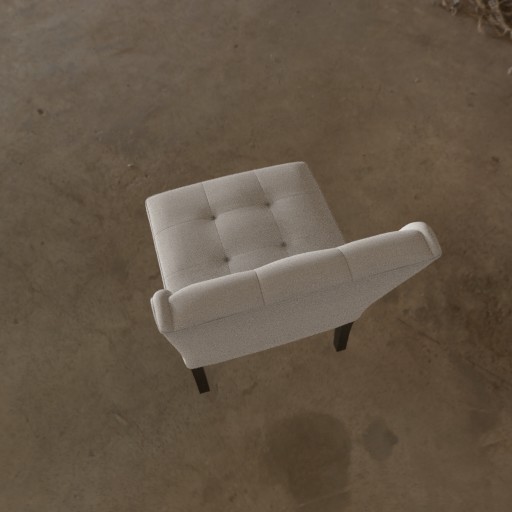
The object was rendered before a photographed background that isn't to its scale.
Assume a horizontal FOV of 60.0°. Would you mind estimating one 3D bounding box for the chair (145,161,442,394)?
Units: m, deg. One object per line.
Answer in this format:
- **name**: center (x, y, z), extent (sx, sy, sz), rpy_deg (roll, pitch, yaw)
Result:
- **chair**: center (0.000, 0.000, 1.318), extent (0.569, 0.853, 0.676), rpy_deg (-15, 60, -9)
